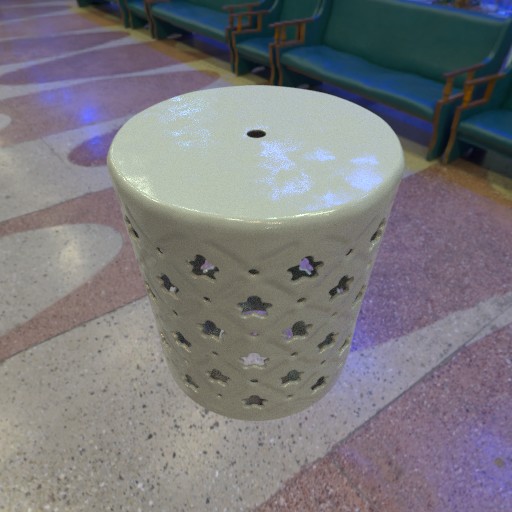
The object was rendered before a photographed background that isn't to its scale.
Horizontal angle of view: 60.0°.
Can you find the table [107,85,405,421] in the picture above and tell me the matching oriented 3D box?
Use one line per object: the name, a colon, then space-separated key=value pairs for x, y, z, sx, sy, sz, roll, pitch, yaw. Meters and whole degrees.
table: x=0.000 y=0.000 z=0.656 sx=0.352 sy=0.387 sz=0.352 roll=0 pitch=41 yaw=0
